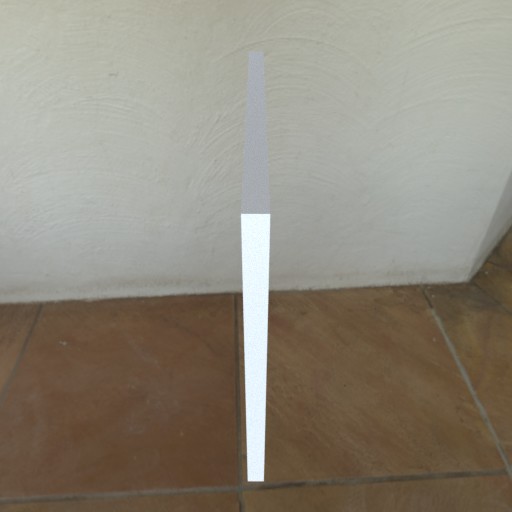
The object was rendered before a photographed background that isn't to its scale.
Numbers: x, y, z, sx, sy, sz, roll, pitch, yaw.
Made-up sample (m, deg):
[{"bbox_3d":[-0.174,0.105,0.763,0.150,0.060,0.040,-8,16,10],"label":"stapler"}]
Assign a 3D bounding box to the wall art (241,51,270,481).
[{"bbox_3d":[0.000,0.000,1.109,0.038,0.762,0.762,0,39,0],"label":"wall art"}]
